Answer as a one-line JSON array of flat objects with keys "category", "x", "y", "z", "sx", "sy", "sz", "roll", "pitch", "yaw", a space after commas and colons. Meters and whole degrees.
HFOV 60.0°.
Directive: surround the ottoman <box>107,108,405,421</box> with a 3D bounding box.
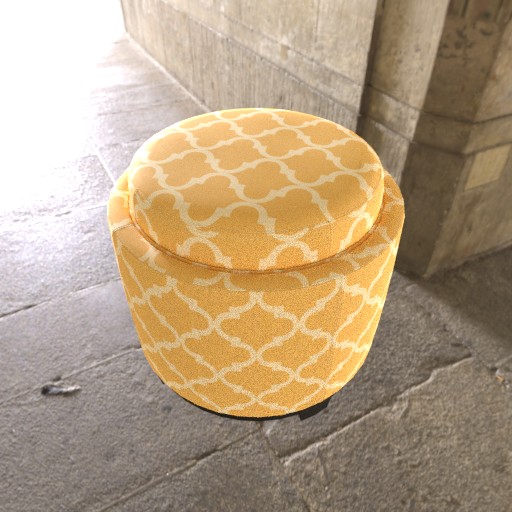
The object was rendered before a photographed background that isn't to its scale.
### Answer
[{"category": "ottoman", "x": 0.000, "y": 0.000, "z": 0.817, "sx": 0.480, "sy": 0.429, "sz": 0.480, "roll": 0, "pitch": 41, "yaw": 0}]
